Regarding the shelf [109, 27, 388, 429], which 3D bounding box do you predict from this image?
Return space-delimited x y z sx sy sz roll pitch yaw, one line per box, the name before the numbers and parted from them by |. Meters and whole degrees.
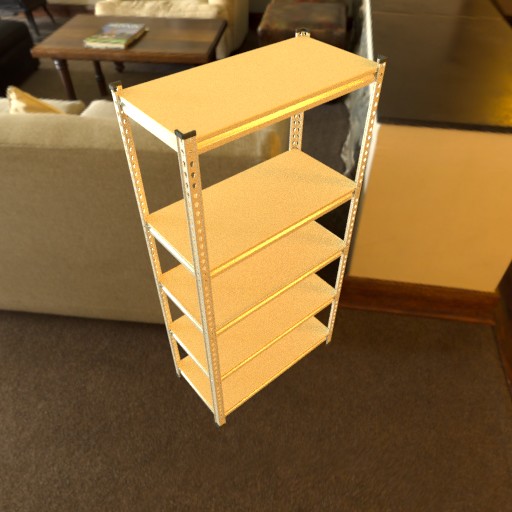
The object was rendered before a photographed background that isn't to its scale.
shelf | 0.000 0.000 2.202 0.914 1.829 0.457 -30 52 -27
